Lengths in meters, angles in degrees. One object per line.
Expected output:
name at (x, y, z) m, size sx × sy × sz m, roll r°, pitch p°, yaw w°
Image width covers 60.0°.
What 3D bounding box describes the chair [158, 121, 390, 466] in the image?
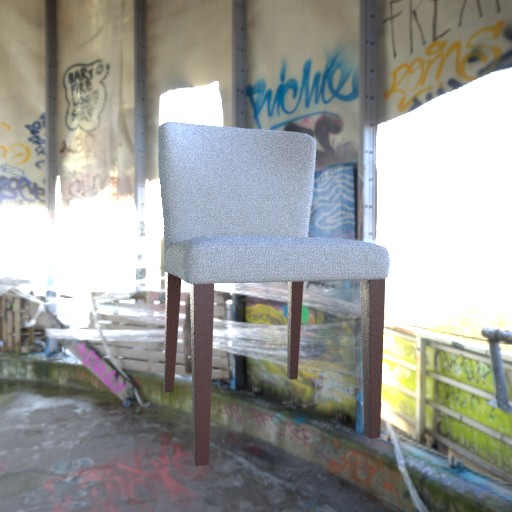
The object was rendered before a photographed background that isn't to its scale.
chair at (0.000, 0.000, 1.210) m, size 0.491 × 0.839 × 0.589 m, roll 0°, pitch 1°, yaw -18°
